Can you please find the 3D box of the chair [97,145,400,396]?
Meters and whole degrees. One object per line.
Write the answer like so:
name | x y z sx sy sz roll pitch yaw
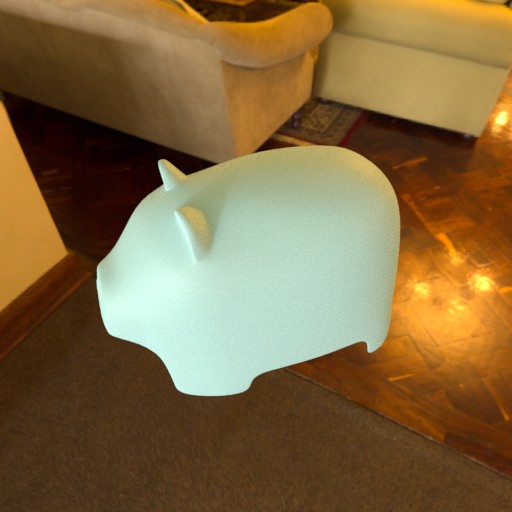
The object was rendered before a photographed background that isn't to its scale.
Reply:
chair | 0.000 0.000 0.883 0.619 0.423 0.364 -15 48 -14
